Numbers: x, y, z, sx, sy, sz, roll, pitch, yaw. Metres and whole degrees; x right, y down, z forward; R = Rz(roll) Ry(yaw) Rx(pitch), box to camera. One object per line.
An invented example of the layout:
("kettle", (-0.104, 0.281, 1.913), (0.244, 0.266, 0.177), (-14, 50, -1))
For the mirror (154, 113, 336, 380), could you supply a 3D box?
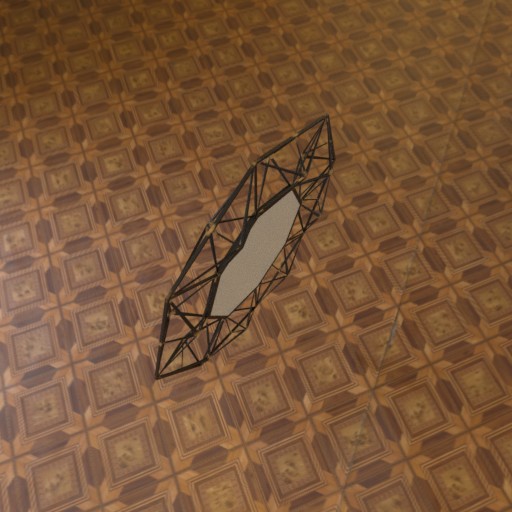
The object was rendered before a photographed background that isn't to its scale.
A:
("mirror", (0.000, 0.000, 1.050), (0.094, 0.710, 0.710), (33, 68, 15))
